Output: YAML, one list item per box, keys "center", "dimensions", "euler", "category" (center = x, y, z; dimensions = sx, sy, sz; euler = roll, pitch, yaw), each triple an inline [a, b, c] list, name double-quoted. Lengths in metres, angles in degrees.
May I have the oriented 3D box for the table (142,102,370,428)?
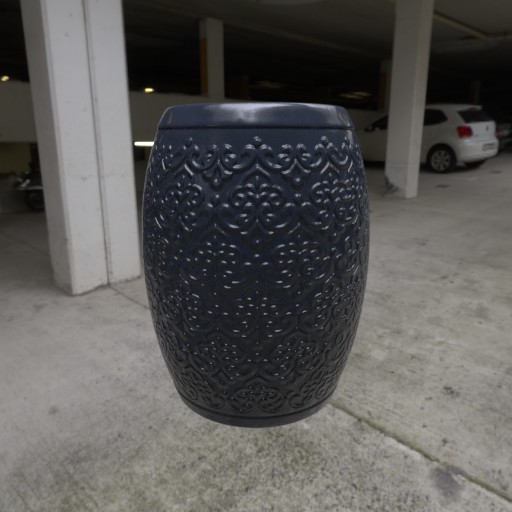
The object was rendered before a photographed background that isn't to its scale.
- center: [0.000, 0.000, 0.626]
  dimensions: [0.309, 0.397, 0.309]
  euler: [0, 15, 0]
  category: "table"
